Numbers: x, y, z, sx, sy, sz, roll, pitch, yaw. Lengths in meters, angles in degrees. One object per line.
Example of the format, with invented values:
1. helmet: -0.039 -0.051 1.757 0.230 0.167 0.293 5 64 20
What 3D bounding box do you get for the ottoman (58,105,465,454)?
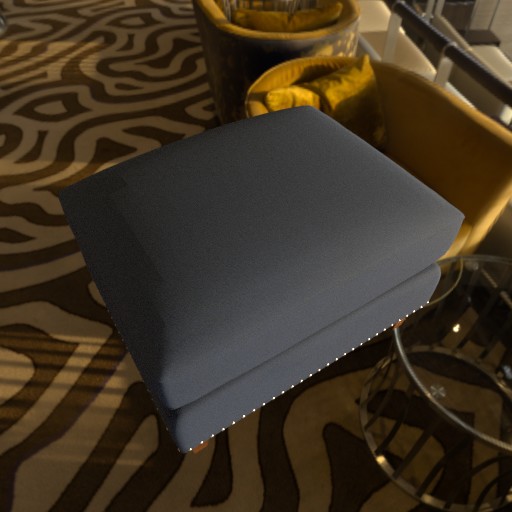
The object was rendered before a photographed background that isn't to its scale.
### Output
1. ottoman: 0.000 0.000 1.118 0.741 0.513 0.584 -25 53 -21
